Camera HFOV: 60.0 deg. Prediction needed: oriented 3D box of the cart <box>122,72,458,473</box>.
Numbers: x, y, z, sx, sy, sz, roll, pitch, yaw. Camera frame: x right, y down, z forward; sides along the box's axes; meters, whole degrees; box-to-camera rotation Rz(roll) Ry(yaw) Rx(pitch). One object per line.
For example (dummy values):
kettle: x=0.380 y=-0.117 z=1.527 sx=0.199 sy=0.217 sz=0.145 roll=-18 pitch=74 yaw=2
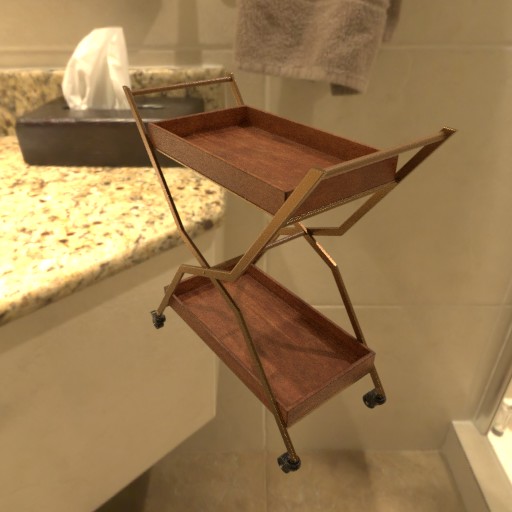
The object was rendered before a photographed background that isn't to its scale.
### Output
cart: x=0.000 y=0.000 z=1.296 sx=0.405 sy=0.869 sz=0.836 roll=-22 pitch=39 yaw=-31
